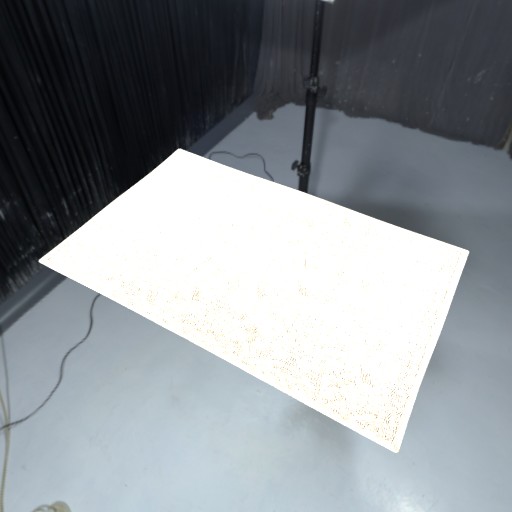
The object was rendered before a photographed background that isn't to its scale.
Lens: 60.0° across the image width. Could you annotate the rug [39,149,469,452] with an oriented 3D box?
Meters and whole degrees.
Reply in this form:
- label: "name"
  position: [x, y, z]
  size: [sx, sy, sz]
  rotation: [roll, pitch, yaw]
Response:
- label: "rug"
  position: [0.000, 0.000, 2.950]
  size: [2.435, 0.012, 1.529]
  rotation: [23, 51, 20]
